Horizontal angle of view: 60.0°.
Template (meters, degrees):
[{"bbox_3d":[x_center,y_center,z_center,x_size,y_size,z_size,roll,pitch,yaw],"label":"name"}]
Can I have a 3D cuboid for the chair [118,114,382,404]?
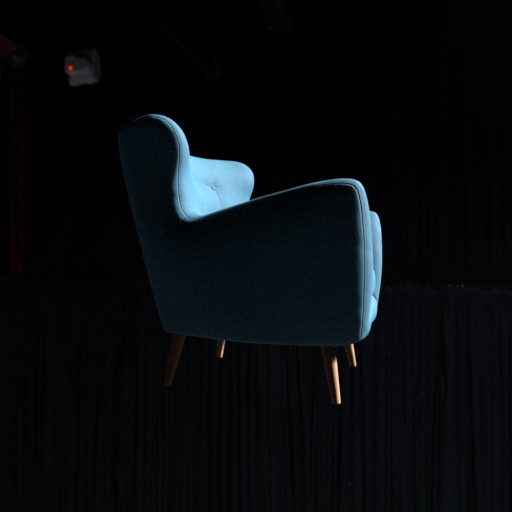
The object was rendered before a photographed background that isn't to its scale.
[{"bbox_3d":[0.000,0.000,1.670,0.889,0.889,0.890,0,-1,18],"label":"chair"}]
